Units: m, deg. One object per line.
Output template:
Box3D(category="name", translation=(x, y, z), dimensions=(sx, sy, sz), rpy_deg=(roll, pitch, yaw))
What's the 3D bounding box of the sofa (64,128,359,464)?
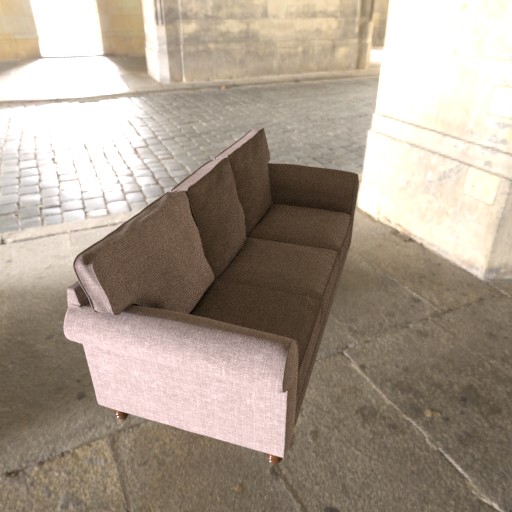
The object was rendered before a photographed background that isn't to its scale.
Box3D(category="sofa", translation=(0.000, 0.000, 2.519), dimensions=(0.916, 0.961, 2.084), rpy_deg=(9, 31, 16))
